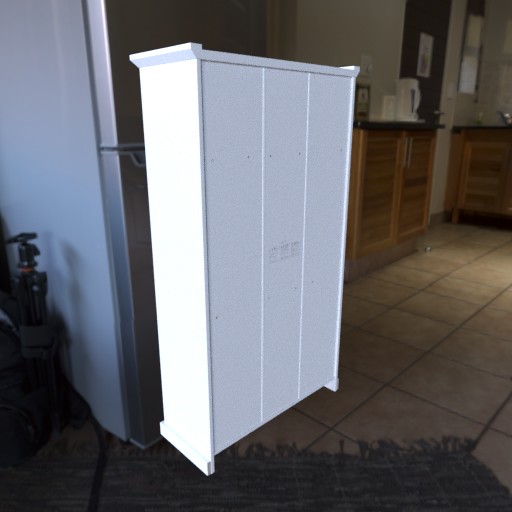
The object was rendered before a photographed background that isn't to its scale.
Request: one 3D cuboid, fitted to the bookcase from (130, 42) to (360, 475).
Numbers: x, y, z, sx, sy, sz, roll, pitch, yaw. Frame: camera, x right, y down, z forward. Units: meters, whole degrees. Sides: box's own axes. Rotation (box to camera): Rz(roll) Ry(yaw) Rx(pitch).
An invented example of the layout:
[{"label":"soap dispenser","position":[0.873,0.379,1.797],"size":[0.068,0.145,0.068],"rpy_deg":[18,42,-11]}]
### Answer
[{"label":"bookcase","position":[0.000,0.000,2.324],"size":[1.050,1.880,0.432],"rpy_deg":[-16,23,-41]}]
